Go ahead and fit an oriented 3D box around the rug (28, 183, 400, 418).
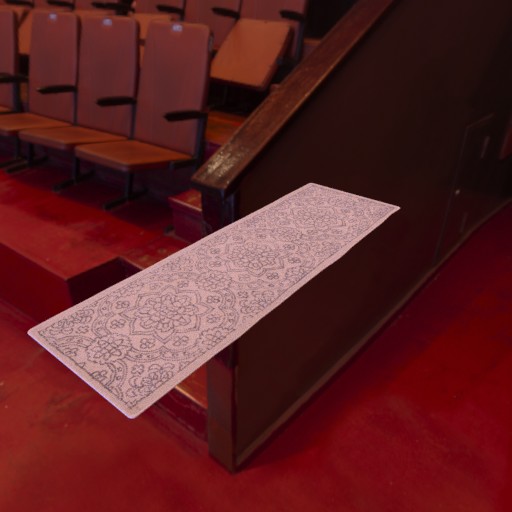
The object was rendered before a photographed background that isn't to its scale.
[{"bbox_3d":[0.000,0.000,2.666,0.806,0.006,2.431,22,37,33],"label":"rug"}]
